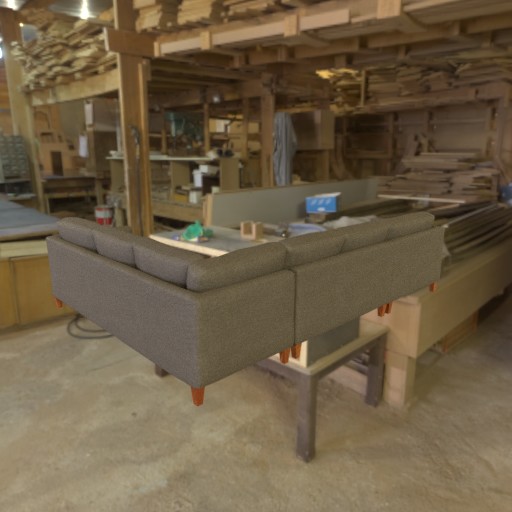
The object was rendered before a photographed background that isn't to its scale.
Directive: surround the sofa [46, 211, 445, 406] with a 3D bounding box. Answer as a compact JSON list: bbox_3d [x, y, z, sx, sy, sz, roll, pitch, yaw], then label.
[{"bbox_3d":[0.000,0.000,4.761,3.460,0.961,2.594,-13,19,-42],"label":"sofa"}]
